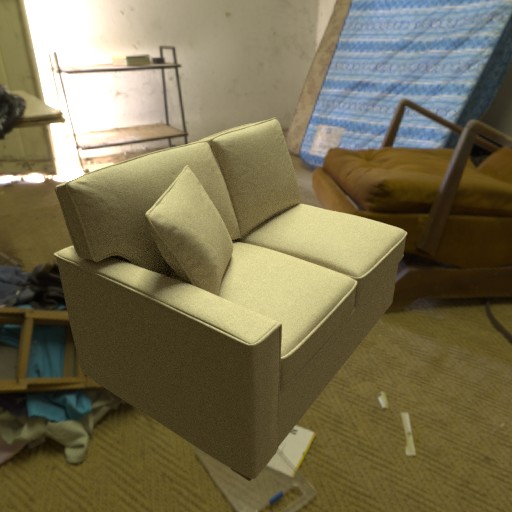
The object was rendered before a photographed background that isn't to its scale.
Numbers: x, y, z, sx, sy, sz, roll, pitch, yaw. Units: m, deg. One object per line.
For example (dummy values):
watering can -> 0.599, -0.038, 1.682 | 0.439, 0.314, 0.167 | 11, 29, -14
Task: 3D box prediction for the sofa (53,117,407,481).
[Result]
sofa -> 0.000, 0.000, 2.036 | 0.991, 0.989, 1.388 | 18, 32, 31
